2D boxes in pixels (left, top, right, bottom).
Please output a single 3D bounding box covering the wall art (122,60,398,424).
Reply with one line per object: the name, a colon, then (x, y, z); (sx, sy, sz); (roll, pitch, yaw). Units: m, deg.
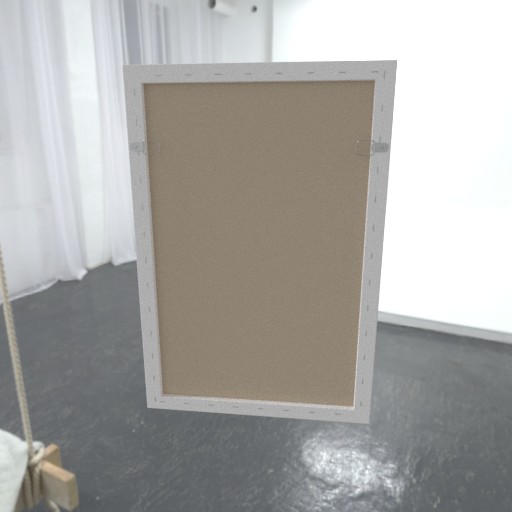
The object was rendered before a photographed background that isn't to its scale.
wall art: (0.000, 0.000, 1.136); (0.624, 0.914, 0.043); (2, 15, 7)
